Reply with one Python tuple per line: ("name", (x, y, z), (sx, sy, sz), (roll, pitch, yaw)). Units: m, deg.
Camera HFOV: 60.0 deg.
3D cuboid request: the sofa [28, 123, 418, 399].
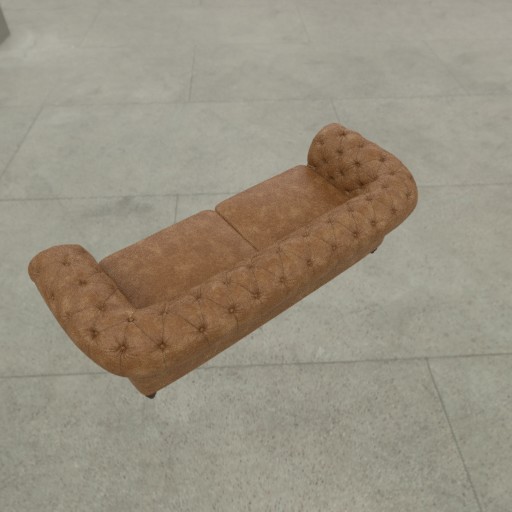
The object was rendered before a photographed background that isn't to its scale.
("sofa", (0.000, 0.000, 2.793), (2.365, 0.760, 0.989), (-30, 53, -26))
